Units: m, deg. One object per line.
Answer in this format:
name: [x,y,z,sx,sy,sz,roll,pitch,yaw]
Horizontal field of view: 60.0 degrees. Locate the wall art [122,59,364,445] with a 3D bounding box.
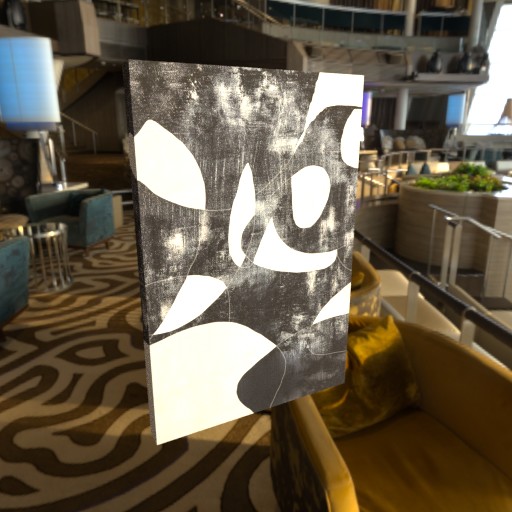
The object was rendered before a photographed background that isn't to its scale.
wall art: [0.000,0.000,0.783,0.407,0.610,0.039,-9,18,-27]
